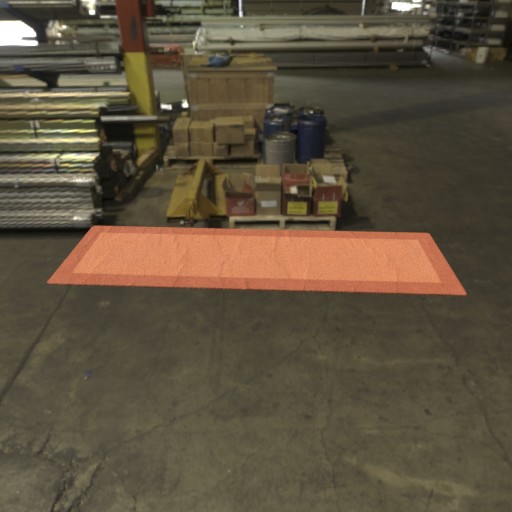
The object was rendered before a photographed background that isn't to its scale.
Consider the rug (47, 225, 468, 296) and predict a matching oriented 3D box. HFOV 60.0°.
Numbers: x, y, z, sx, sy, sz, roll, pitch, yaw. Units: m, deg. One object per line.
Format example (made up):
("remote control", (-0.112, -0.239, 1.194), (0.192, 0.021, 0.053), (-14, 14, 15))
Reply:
("rug", (0.000, 0.000, 2.867), (2.471, 0.013, 0.914), (-1, 30, -1))
